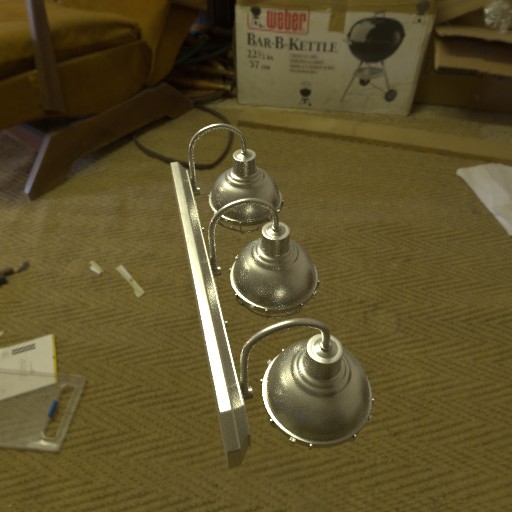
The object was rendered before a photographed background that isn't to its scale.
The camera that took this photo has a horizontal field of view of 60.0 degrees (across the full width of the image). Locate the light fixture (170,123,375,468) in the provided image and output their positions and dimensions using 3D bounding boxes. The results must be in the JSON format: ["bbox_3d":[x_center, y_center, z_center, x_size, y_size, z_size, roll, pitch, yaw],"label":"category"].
[{"bbox_3d":[0.000,0.000,0.767,0.229,0.254,0.634,-10,46,-10],"label":"light fixture"}]
